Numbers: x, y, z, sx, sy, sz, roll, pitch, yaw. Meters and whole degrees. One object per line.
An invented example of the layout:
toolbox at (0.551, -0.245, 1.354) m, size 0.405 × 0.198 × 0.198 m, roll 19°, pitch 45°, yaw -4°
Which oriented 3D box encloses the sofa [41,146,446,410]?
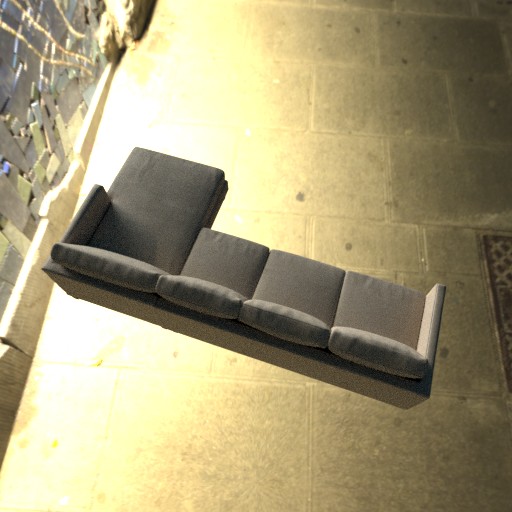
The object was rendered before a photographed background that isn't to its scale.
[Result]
sofa at (0.000, 0.000, 3.957) m, size 3.186 × 0.846 × 1.625 m, roll 17°, pitch 64°, yaw 8°
